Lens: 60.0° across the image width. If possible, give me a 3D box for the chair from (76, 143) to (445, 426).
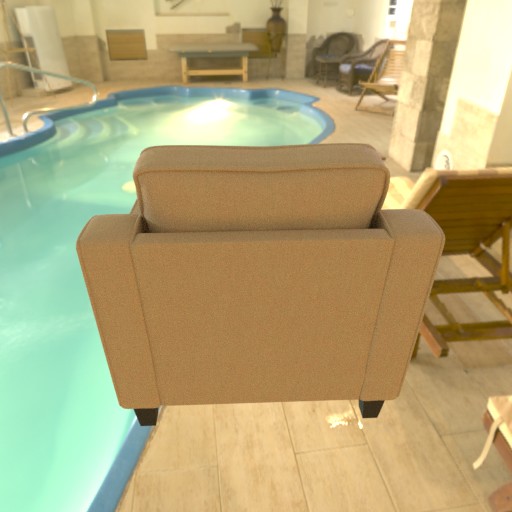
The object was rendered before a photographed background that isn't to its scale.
[{"bbox_3d":[0.000,0.000,1.616,0.922,0.948,0.882,-1,30,-2],"label":"chair"}]
